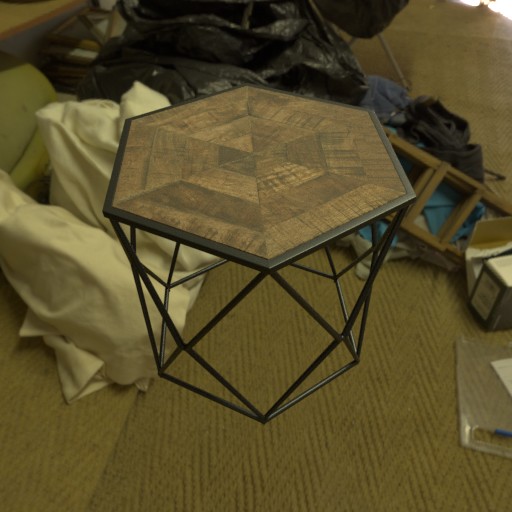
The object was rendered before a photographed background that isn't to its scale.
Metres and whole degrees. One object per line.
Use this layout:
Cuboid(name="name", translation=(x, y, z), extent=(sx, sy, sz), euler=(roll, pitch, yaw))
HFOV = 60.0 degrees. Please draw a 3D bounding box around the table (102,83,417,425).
Cuboid(name="table", translation=(0.000, 0.000, 1.037), extent=(0.579, 0.564, 0.578), euler=(-3, 47, -3))
